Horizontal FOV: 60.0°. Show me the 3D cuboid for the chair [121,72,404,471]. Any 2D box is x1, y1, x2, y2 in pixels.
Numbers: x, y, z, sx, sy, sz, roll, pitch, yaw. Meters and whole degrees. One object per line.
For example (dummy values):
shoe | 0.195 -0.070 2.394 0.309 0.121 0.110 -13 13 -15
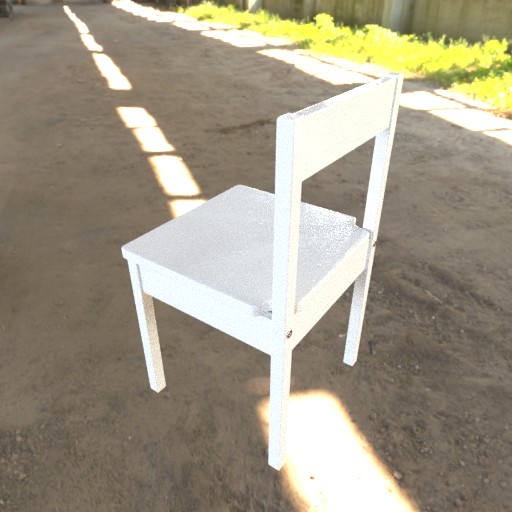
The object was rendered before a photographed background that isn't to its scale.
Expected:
chair | 0.000 0.000 0.883 0.361 0.668 0.367 21 37 29
